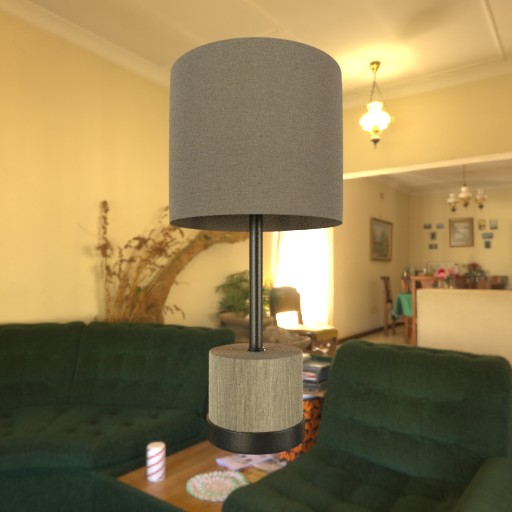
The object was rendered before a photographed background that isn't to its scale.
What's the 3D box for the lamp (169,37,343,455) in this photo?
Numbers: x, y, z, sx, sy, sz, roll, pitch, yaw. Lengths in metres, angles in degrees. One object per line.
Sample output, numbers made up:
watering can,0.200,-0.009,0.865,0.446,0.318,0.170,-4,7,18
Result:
lamp,0.000,0.000,0.589,0.229,0.470,0.229,-1,-2,19
